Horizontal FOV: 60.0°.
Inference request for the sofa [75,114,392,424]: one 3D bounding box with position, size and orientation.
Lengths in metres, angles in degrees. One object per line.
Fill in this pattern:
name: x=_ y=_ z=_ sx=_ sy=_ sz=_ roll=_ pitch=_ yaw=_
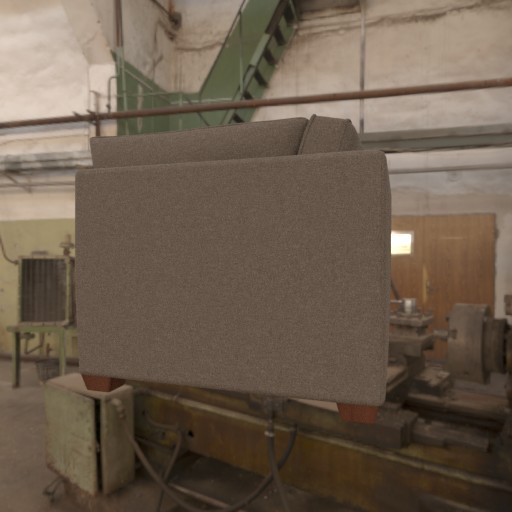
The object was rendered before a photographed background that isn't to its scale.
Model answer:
sofa: x=0.000 y=0.000 z=1.982 sx=1.146 sy=1.002 sz=1.084 roll=0 pitch=1 yaw=18
